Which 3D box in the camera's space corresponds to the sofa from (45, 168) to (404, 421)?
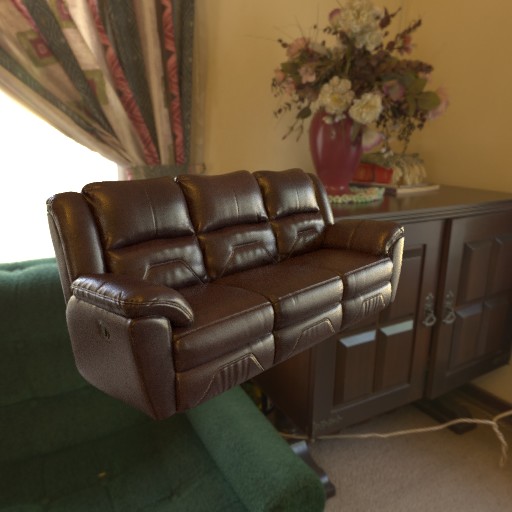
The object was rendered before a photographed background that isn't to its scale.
[{"bbox_3d":[0.000,0.000,2.874,0.991,1.043,2.337,14,20,43],"label":"sofa"}]
